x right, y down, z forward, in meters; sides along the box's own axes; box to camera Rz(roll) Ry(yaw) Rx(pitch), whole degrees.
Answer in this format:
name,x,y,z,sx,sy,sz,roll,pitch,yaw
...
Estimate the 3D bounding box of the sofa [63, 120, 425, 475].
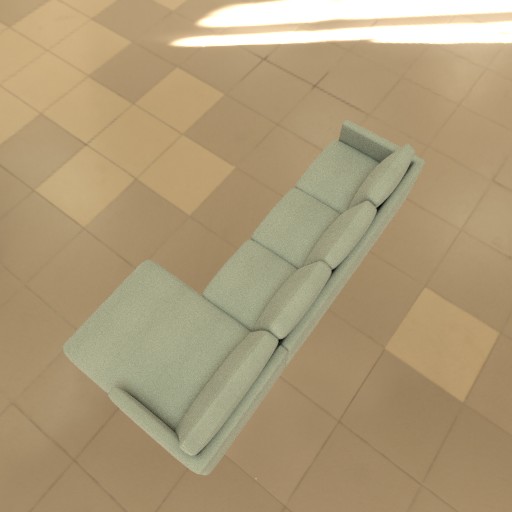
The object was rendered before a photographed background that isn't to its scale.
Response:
name,x,y,z,sx,sy,sz,roll,pitch,yaw
sofa,0.000,0.000,4.134,1.604,0.950,3.471,34,68,16
